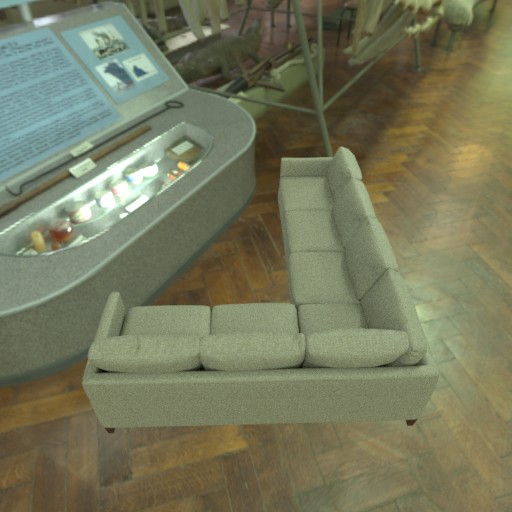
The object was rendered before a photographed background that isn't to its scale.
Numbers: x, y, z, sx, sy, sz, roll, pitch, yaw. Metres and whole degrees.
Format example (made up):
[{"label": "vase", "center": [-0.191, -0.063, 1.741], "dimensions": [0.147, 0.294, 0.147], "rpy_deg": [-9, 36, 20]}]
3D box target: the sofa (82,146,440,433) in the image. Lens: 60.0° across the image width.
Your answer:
[{"label": "sofa", "center": [0.000, 0.000, 4.520], "dimensions": [2.593, 0.947, 3.302], "rpy_deg": [-1, 40, -1]}]
